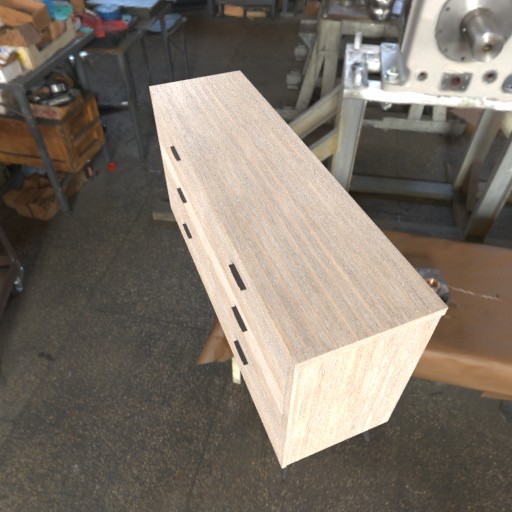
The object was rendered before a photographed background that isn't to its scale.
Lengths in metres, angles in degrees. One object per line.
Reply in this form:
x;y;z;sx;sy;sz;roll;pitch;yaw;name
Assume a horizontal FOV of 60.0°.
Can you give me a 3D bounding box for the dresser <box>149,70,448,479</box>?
0.000;0.000;1.908;0.457;0.914;1.524;-16;49;-15;dresser
